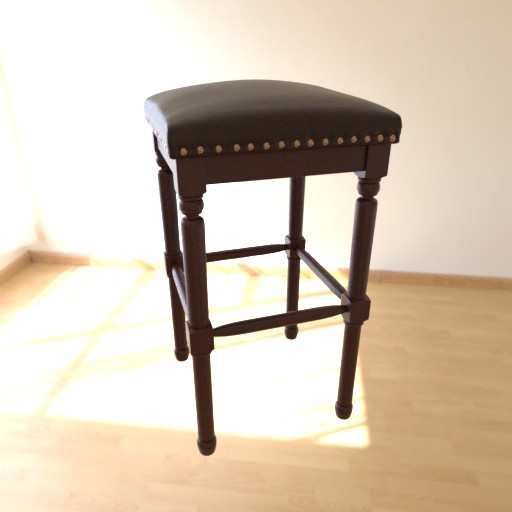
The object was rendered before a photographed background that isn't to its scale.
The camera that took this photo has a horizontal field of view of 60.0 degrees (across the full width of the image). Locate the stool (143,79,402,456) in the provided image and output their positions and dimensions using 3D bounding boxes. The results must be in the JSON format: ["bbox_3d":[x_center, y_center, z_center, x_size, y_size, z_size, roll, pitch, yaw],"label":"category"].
[{"bbox_3d":[0.000,0.000,0.950,0.383,0.702,0.382,-8,26,-16],"label":"stool"}]
